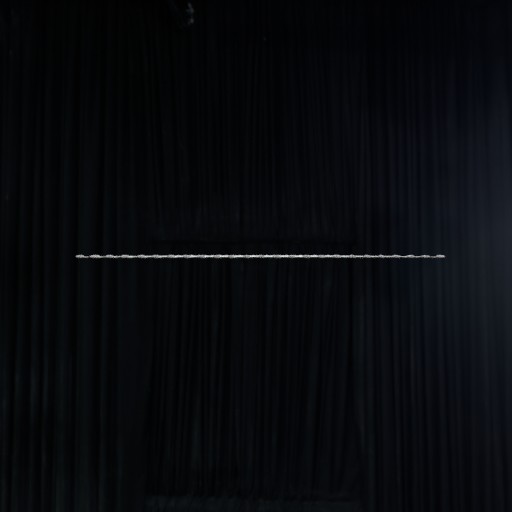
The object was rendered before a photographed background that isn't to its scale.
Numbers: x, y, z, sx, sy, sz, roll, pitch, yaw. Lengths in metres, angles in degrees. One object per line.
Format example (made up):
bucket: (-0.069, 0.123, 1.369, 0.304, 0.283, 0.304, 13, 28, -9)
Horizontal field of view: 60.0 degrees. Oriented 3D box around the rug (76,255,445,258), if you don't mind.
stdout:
rug: (0.000, 0.000, 3.935, 2.030, 0.017, 3.040, 0, 0, -1)
